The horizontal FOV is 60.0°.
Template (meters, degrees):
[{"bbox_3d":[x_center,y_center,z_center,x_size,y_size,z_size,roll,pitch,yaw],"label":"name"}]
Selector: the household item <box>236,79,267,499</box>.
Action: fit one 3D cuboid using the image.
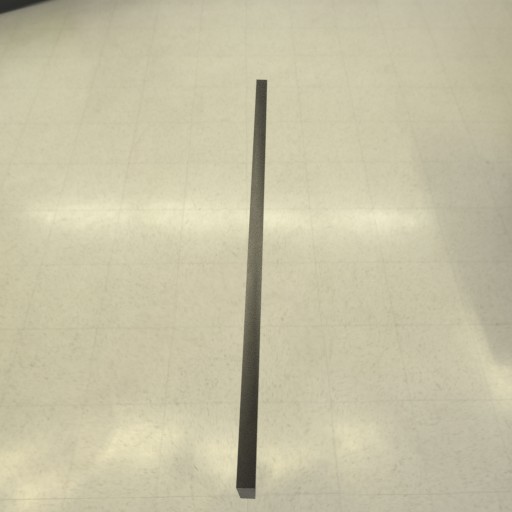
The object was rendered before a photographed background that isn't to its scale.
[{"bbox_3d":[0.000,0.000,1.055,0.030,0.236,1.001,2,58,1],"label":"household item"}]
